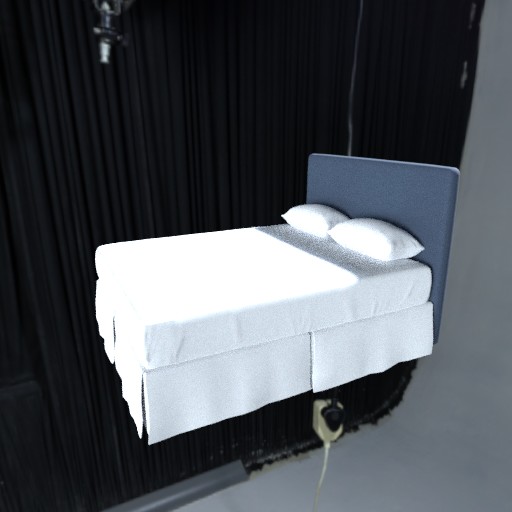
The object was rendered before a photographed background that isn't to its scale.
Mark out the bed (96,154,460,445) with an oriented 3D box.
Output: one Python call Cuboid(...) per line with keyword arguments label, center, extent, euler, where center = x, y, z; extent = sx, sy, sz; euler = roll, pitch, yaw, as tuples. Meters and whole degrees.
Cuboid(label="bed", center=(0.000, 0.000, 3.241), extent=(2.162, 1.330, 1.713), euler=(-8, 18, -26))
